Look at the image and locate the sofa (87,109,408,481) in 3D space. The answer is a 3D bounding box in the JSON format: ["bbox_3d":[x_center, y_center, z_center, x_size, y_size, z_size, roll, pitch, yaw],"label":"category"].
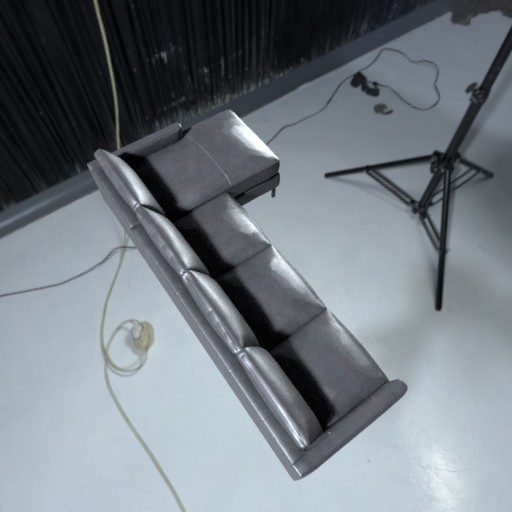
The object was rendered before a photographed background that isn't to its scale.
[{"bbox_3d":[0.000,0.000,3.596,1.471,0.859,2.993,-32,65,-17],"label":"sofa"}]
